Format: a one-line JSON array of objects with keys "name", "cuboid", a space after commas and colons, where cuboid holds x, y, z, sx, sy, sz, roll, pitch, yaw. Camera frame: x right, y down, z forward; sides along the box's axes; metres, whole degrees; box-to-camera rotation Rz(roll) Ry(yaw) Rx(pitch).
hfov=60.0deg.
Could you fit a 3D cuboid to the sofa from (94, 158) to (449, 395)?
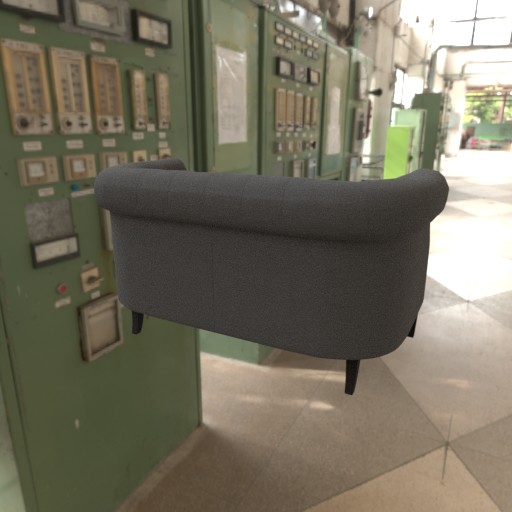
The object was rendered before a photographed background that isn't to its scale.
[{"name": "sofa", "cuboid": [0.000, 0.000, 2.071, 1.558, 0.827, 0.835, 9, 19, 27]}]
